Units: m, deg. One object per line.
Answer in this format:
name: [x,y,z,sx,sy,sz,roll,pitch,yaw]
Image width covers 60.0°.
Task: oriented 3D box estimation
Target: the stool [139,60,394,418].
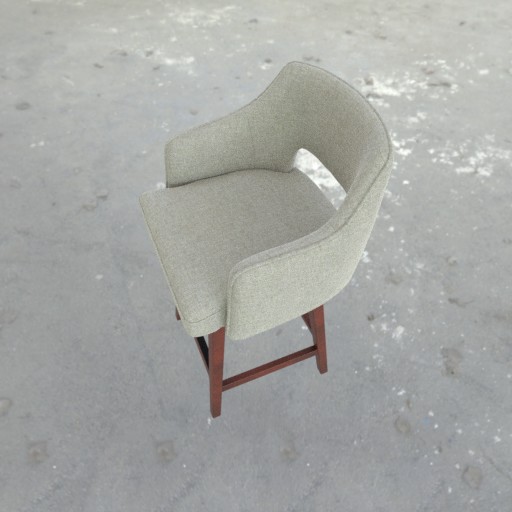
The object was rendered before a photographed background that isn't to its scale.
stool: [0.000,0.000,1.331,0.558,0.944,0.599,-17,50,-15]
